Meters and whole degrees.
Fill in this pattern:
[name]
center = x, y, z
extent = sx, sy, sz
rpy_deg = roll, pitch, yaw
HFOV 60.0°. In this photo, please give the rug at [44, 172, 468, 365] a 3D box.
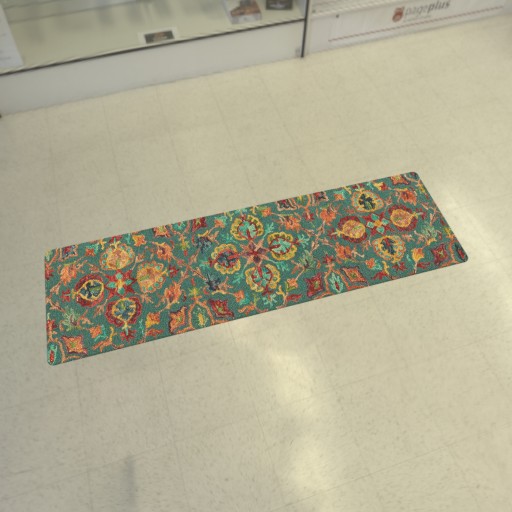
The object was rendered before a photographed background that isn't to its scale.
[rug]
center = 0.000, 0.000, 2.482
extent = 2.286, 0.013, 0.686
rpy_deg = -13, 59, -8
